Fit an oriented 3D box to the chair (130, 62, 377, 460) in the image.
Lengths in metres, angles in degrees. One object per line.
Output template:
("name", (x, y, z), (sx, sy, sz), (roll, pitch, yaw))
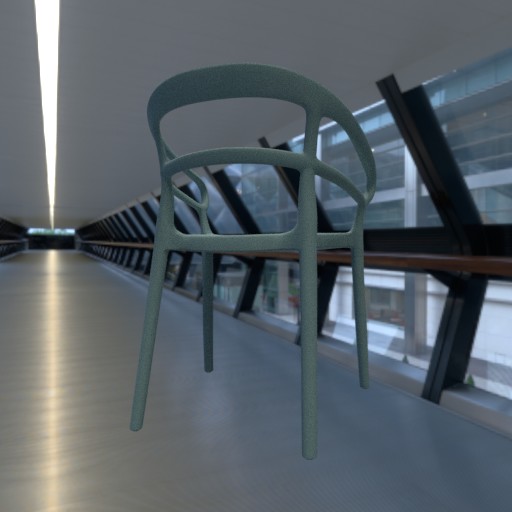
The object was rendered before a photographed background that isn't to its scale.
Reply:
("chair", (0.000, 0.000, 1.128), (0.559, 0.761, 0.527), (0, 1, 20))
